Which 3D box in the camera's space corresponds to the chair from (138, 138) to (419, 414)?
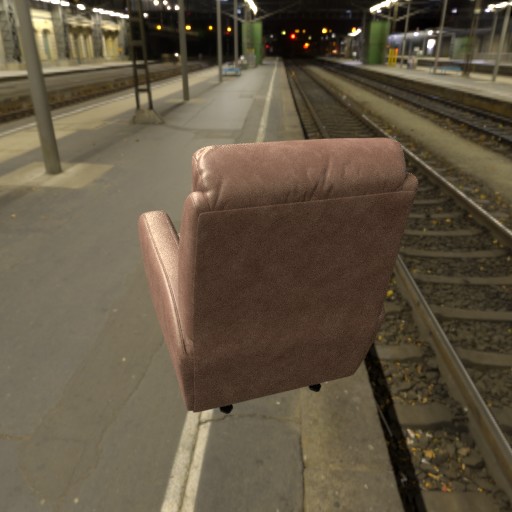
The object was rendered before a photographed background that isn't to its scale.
[{"bbox_3d":[0.000,0.000,1.809,0.865,1.067,1.067,-8,26,-17],"label":"chair"}]
